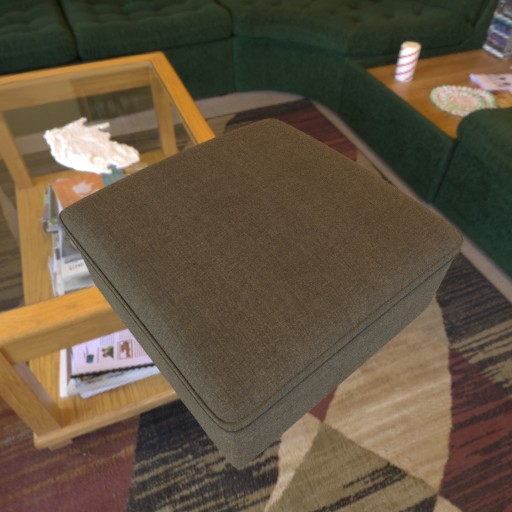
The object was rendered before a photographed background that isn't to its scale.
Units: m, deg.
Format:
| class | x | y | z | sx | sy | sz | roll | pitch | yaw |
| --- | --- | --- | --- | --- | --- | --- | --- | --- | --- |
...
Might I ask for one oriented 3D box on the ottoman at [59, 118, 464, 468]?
| class | x | y | z | sx | sy | sz | roll | pitch | yaw |
| --- | --- | --- | --- | --- | --- | --- | --- | --- | --- |
| ottoman | 0.000 | 0.000 | 1.701 | 1.067 | 0.559 | 1.067 | -31 | 55 | -26 |
